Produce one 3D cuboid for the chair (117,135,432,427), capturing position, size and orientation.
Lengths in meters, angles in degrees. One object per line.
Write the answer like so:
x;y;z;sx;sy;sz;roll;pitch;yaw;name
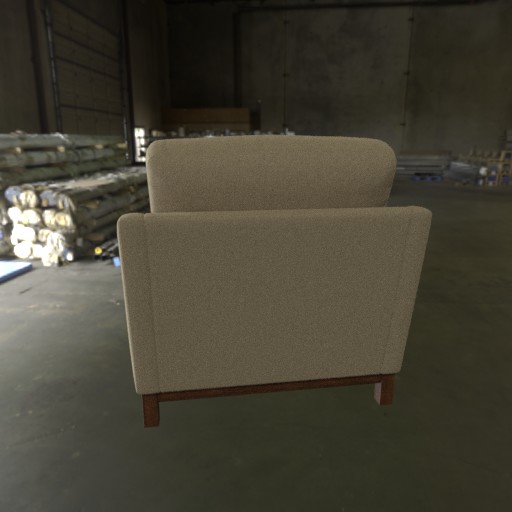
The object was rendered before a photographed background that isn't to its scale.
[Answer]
0.000;0.000;1.743;0.912;0.916;1.001;-2;15;-9;chair
